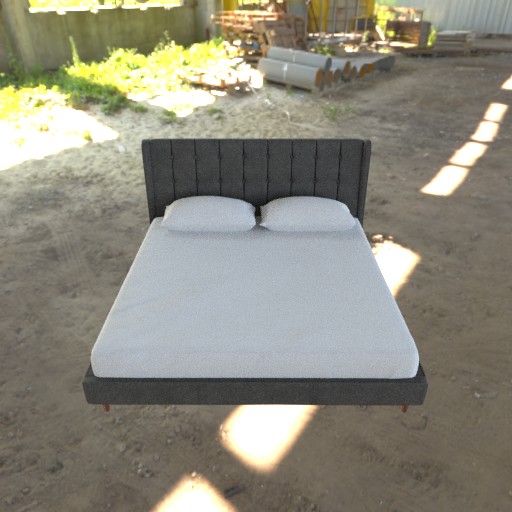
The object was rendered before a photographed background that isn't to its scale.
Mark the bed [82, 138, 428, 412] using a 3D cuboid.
[{"bbox_3d":[0.000,0.000,2.557,1.531,0.933,1.638,0,30,0],"label":"bed"}]
